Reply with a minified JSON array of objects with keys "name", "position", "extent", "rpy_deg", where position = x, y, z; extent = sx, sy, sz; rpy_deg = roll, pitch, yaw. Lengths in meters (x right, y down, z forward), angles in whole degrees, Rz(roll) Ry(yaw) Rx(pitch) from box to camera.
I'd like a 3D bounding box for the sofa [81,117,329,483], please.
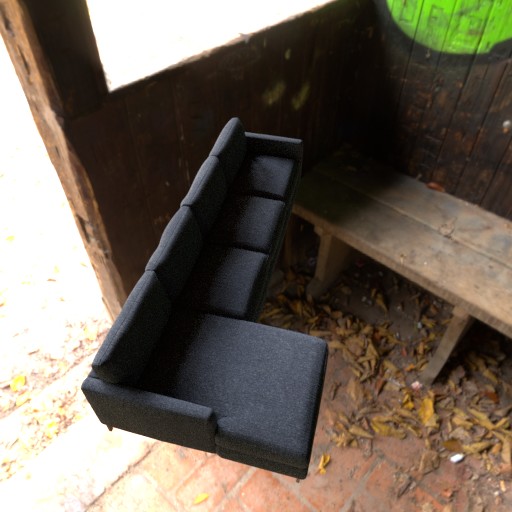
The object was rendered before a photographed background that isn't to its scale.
[{"name":"sofa","position":[0.000,0.000,3.491],"extent":[1.350,0.810,2.932],"rpy_deg":[10,47,10]}]
